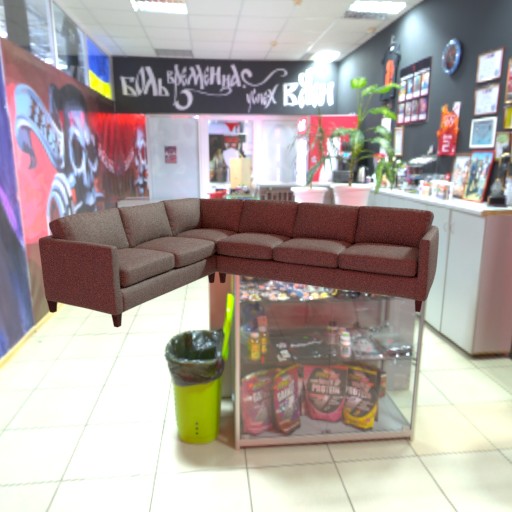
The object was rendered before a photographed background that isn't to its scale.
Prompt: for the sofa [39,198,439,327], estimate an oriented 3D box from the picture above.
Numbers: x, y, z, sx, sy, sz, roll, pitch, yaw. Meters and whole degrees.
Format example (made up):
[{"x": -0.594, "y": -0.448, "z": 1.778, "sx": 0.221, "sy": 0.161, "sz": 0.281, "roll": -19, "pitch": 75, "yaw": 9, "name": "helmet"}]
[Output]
[{"x": 0.000, "y": 0.000, "z": 4.552, "sx": 3.302, "sy": 0.947, "sz": 2.593, "roll": 6, "pitch": 14, "yaw": 26, "name": "sofa"}]
